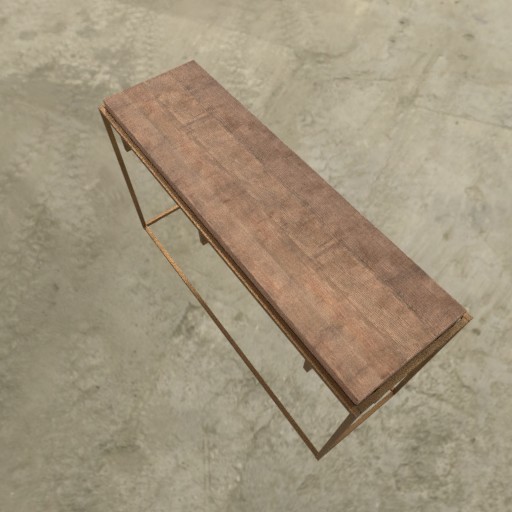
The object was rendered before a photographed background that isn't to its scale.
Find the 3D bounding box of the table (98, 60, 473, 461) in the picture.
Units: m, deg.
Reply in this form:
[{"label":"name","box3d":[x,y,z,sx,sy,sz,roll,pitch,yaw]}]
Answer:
[{"label":"table","box3d":[0.000,0.000,1.755,0.440,0.820,1.400,-32,64,-18]}]
